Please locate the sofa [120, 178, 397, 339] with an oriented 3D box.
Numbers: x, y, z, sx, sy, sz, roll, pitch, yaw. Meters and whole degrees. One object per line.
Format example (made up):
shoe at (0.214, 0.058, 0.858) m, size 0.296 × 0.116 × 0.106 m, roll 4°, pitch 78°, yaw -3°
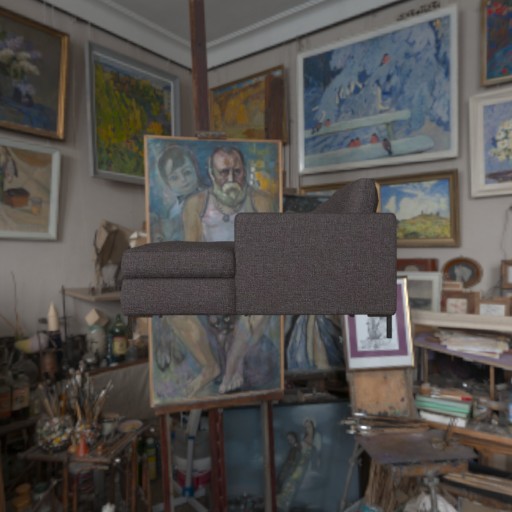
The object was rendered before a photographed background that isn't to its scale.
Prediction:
sofa at (0.000, 0.000, 3.923) m, size 1.483 × 0.892 × 3.221 m, roll 0°, pitch 0°, yaw 0°
